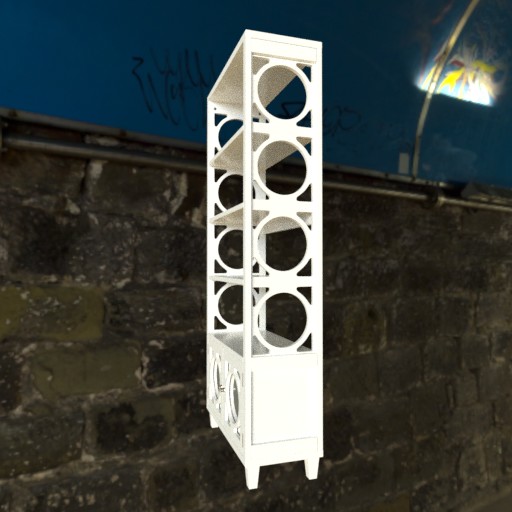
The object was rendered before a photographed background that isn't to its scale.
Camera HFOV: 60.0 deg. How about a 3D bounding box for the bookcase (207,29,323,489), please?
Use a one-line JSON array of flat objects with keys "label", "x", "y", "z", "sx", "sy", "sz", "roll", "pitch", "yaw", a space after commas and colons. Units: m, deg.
[{"label": "bookcase", "x": 0.000, "y": 0.000, "z": 2.156, "sx": 0.361, "sy": 1.869, "sz": 0.761, "roll": 0, "pitch": -1, "yaw": -18}]
